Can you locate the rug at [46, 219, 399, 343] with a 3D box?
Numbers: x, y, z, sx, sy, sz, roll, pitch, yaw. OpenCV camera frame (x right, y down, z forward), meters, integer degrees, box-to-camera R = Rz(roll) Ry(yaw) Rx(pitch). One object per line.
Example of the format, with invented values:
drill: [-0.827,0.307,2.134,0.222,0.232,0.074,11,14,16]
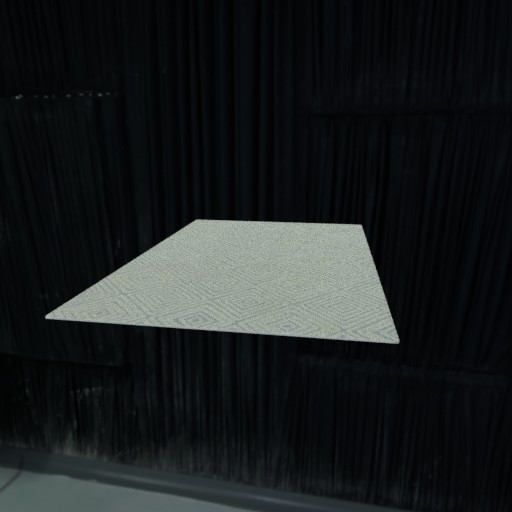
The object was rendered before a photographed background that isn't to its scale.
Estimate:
rug: [0.000,0.000,2.225,1.143,0.008,1.753,3,16,9]
